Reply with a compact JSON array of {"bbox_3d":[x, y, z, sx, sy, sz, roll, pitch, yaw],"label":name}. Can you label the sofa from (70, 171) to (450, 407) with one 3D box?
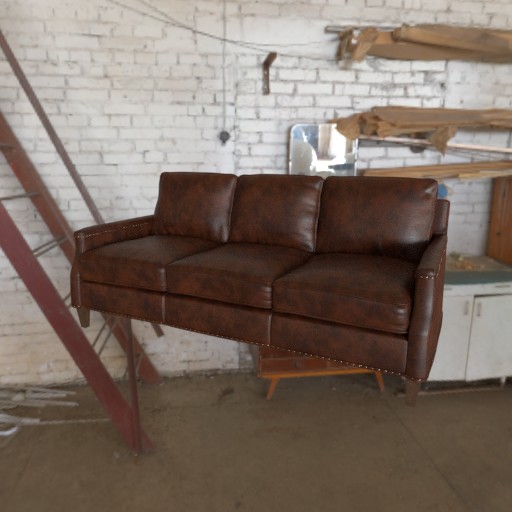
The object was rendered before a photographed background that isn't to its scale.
[{"bbox_3d":[0.000,0.000,2.830,2.240,1.003,1.084,7,15,26],"label":"sofa"}]
